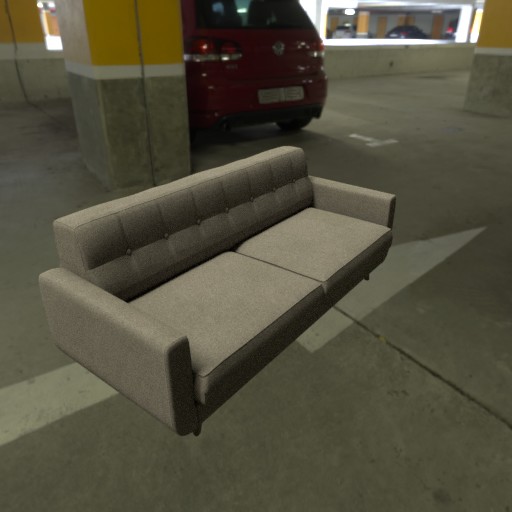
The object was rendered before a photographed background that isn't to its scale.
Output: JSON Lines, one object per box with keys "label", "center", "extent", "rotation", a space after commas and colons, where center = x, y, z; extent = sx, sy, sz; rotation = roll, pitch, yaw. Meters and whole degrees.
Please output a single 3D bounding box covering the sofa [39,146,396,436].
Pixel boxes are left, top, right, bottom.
{"label": "sofa", "center": [0.000, 0.000, 2.505], "extent": [0.909, 0.841, 2.029], "rotation": [19, 33, 33]}
